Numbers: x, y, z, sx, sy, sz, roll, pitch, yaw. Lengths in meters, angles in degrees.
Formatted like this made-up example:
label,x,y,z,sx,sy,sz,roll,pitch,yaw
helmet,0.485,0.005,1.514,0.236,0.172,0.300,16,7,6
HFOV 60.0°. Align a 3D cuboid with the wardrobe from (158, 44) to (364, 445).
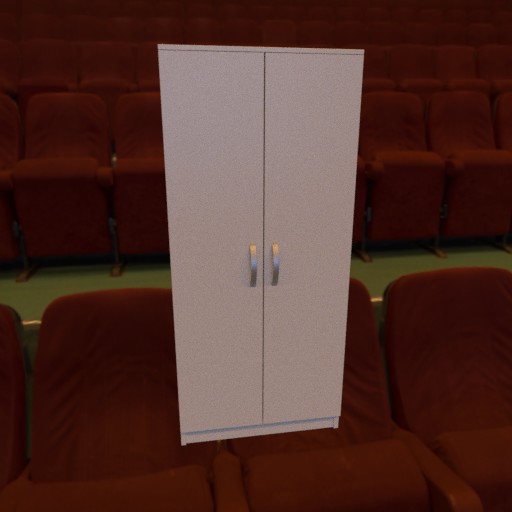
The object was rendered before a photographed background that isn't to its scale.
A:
label,x,y,z,sx,sy,sz,roll,pitch,yaw
wardrobe,0.000,0.000,2.039,0.760,1.700,0.470,-3,17,-9
